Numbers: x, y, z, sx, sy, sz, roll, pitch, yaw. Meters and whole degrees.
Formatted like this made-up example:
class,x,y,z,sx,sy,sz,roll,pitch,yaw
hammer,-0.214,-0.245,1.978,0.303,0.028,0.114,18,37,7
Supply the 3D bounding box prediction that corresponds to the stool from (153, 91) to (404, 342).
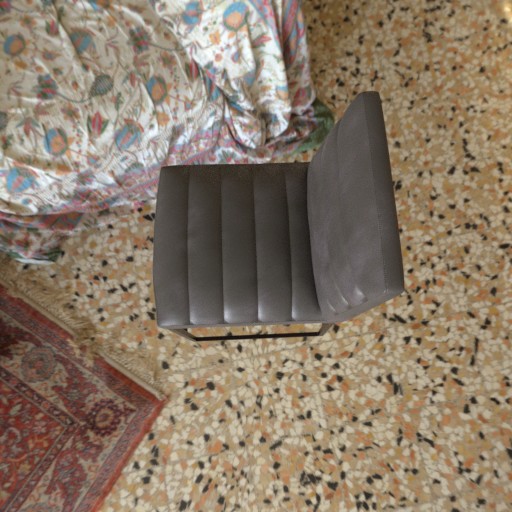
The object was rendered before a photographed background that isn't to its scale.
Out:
class,x,y,z,sx,sy,sz,roll,pitch,yaw
stool,0.000,0.000,1.385,0.562,1.065,0.463,-2,75,-1
